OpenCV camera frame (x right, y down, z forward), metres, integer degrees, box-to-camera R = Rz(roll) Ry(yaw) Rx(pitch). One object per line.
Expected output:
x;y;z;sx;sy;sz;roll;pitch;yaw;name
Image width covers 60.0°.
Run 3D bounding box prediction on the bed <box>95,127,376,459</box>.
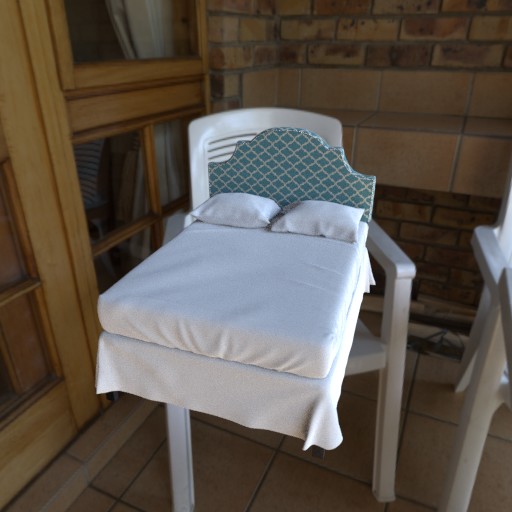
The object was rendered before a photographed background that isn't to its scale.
0.000;0.000;3.447;1.780;1.633;2.222;9;28;17;bed
